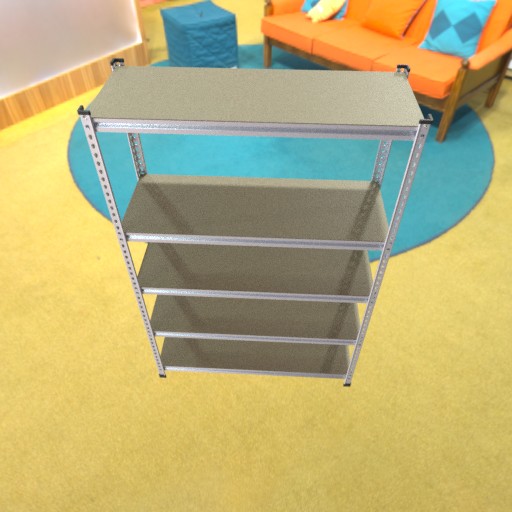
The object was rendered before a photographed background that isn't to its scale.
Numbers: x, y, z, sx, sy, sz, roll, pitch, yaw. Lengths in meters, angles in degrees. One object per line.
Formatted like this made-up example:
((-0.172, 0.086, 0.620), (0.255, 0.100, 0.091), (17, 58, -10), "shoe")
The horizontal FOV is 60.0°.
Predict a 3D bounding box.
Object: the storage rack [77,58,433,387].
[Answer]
((0.000, 0.000, 2.318), (1.219, 1.829, 0.457), (2, 46, 2), "storage rack")
